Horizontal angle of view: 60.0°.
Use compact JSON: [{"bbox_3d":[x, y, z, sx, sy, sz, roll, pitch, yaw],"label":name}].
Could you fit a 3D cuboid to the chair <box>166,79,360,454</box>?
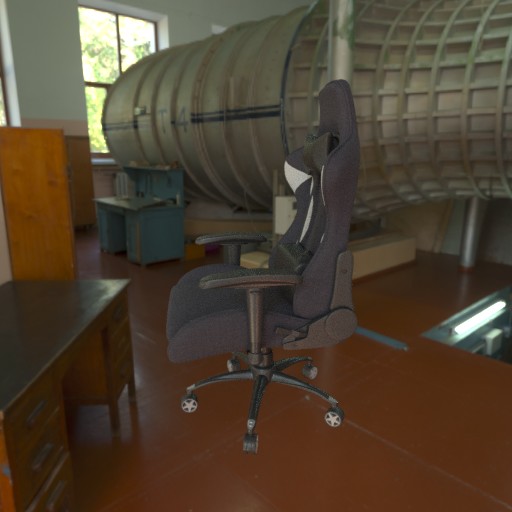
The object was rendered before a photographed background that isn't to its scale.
[{"bbox_3d":[0.000,0.000,1.731,0.695,1.300,0.730,-2,14,-8],"label":"chair"}]
